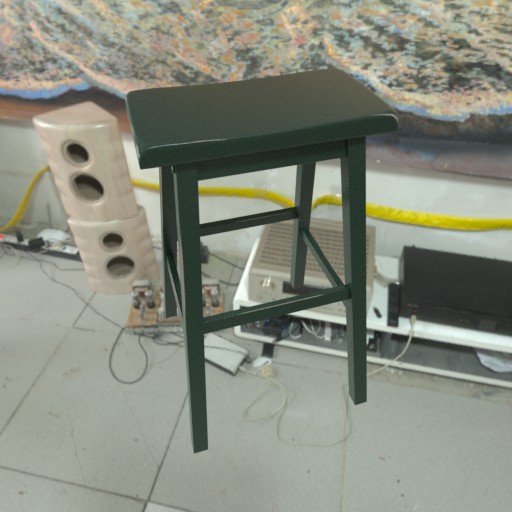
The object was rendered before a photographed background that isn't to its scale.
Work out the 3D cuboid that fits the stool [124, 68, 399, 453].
[{"bbox_3d":[0.000,0.000,1.034,0.457,0.737,0.476,-12,43,-13],"label":"stool"}]
